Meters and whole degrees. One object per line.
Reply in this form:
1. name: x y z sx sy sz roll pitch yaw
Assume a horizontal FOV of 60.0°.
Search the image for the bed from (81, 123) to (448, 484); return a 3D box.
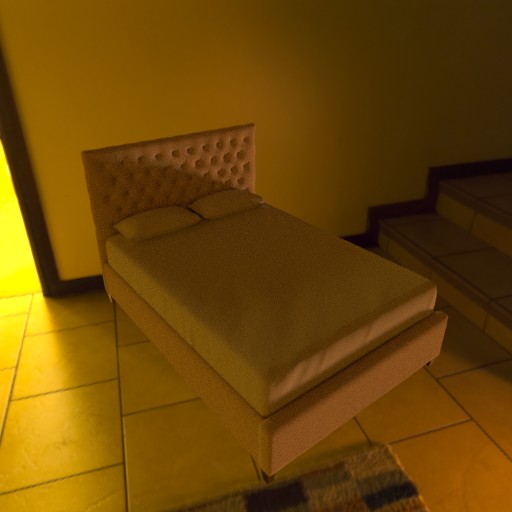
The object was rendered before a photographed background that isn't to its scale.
1. bed: 0.000 0.000 3.427 1.698 1.427 2.387 -20 35 -32
